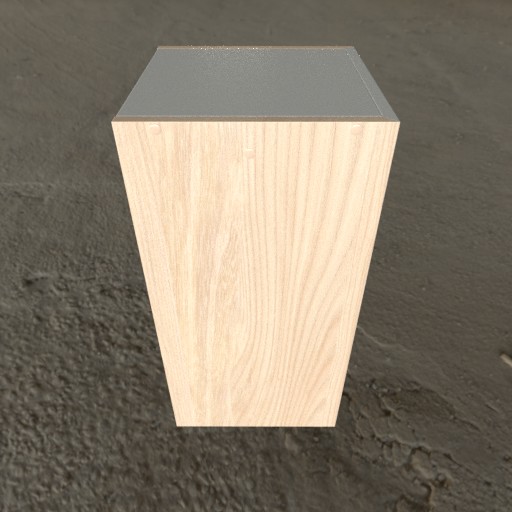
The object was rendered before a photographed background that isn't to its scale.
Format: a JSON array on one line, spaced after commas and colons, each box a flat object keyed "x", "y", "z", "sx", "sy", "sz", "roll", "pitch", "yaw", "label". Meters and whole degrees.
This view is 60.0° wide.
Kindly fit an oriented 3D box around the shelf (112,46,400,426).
[{"x": 0.000, "y": 0.000, "z": 0.755, "sx": 0.297, "sy": 0.594, "sz": 0.290, "roll": 0, "pitch": 40, "yaw": 0, "label": "shelf"}]
